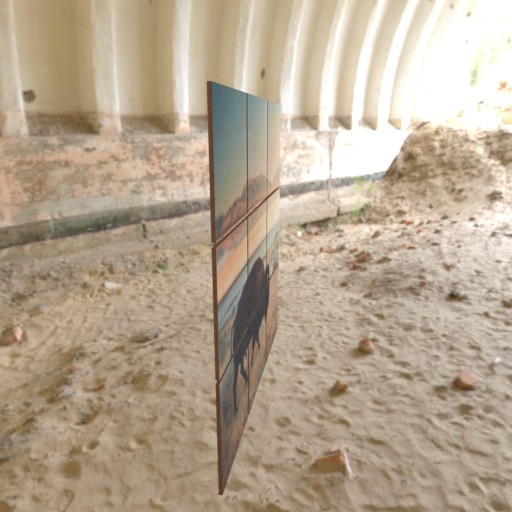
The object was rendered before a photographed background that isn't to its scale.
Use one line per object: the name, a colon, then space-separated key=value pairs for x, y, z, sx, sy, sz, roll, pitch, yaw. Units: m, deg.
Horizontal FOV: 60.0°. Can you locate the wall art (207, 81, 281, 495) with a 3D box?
wall art: x=0.000 y=0.000 z=1.799 sx=0.019 sy=1.218 sz=1.221 roll=3 pitch=17 yaw=10
